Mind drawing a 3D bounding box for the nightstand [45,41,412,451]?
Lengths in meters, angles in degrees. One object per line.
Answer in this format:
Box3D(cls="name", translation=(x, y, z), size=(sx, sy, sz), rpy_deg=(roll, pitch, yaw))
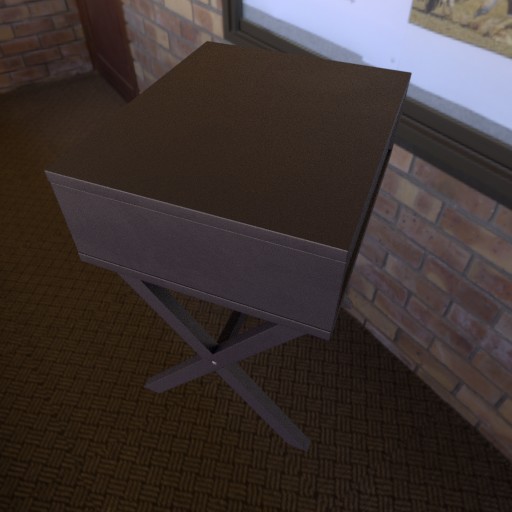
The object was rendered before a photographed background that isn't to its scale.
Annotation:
Box3D(cls="nightstand", translation=(0.000, 0.000, 0.900), size=(0.402, 0.623, 0.479), rpy_deg=(16, 48, 15))
